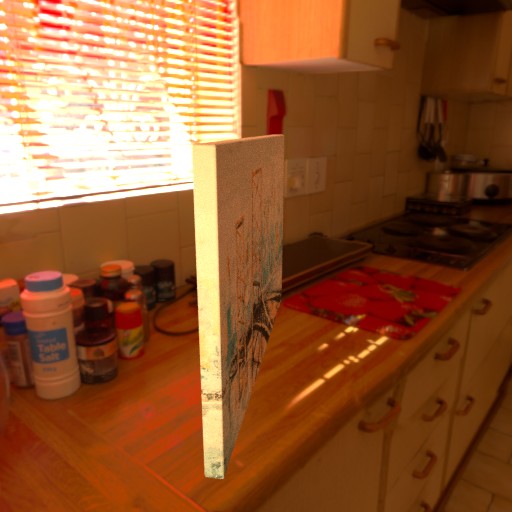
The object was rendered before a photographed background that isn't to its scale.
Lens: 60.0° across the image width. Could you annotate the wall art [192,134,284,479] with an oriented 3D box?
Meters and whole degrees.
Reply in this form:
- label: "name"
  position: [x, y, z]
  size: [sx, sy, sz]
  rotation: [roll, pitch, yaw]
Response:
- label: "wall art"
  position: [0.000, 0.000, 1.178]
  size: [0.038, 0.609, 0.913]
  rotation: [3, 16, 10]
